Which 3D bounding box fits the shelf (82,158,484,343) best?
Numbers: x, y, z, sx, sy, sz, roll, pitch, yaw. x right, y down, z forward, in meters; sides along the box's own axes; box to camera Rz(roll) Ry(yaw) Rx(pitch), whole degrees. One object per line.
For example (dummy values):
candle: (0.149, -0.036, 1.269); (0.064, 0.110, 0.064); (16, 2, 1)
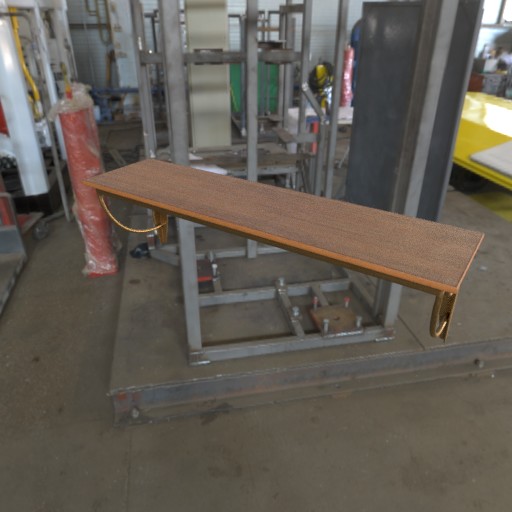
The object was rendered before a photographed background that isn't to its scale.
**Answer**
shelf: (0.000, 0.000, 0.742); (0.636, 0.190, 0.166); (18, 33, 29)
